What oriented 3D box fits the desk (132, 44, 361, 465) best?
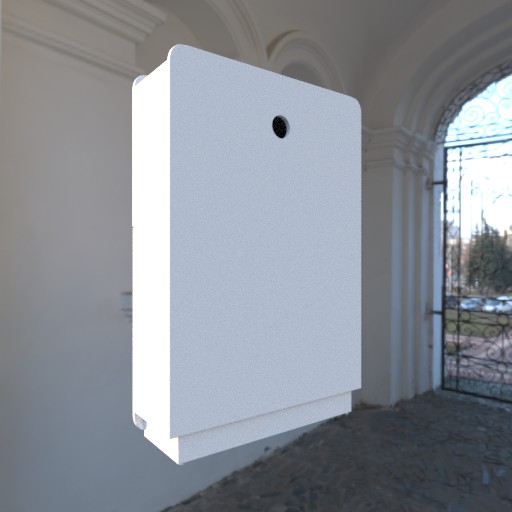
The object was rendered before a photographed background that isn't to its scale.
[{"bbox_3d":[0.000,0.000,1.565,0.795,1.190,0.278,0,0,-36],"label":"desk"}]
